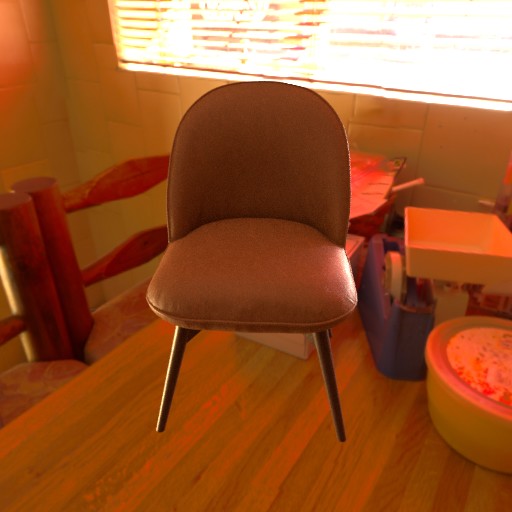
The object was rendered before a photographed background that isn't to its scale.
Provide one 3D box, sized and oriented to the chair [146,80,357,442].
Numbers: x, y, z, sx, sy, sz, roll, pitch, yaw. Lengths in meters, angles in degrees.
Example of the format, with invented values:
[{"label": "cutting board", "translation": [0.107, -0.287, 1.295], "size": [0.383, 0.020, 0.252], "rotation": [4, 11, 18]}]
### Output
[{"label": "chair", "translation": [0.000, 0.000, 1.229], "size": [0.521, 0.831, 0.631], "rotation": [2, 29, 3]}]
